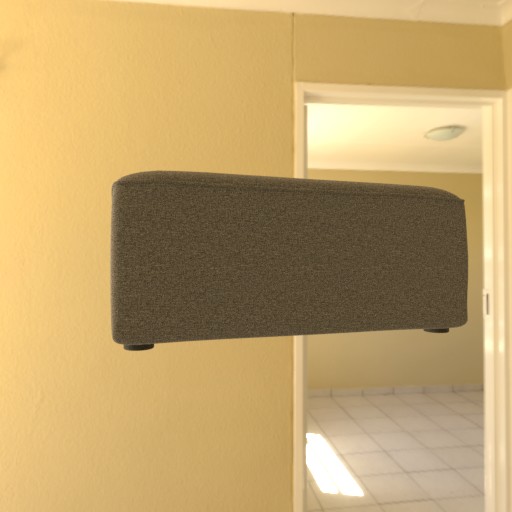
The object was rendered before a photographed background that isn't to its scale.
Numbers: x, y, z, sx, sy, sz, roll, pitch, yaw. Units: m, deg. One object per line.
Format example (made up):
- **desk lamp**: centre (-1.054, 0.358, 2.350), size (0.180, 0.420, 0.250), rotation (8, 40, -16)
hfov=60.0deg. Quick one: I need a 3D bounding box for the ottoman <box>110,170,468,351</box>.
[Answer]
- **ottoman**: centre (0.000, 0.000, 1.623), size (1.005, 0.464, 1.015), rotation (0, -1, -18)
